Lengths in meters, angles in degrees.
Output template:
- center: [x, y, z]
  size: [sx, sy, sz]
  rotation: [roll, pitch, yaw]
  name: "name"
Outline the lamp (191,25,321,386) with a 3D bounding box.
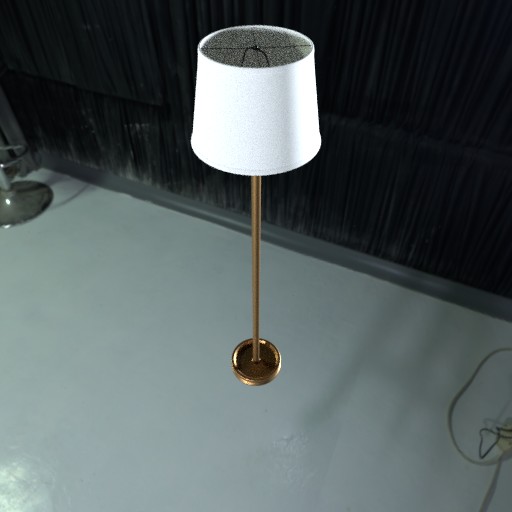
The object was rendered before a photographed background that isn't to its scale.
- center: [0.000, 0.000, 0.778]
  size: [0.178, 0.710, 0.178]
  rotation: [0, 45, 0]
  name: "lamp"
